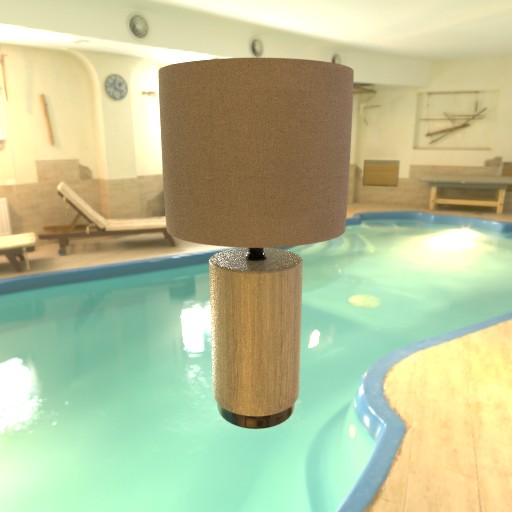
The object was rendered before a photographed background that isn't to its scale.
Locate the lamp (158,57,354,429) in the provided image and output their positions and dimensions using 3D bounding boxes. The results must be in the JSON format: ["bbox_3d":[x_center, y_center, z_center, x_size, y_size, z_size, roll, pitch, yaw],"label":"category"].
[{"bbox_3d":[0.000,0.000,0.580,0.228,0.444,0.228,8,17,27],"label":"lamp"}]
